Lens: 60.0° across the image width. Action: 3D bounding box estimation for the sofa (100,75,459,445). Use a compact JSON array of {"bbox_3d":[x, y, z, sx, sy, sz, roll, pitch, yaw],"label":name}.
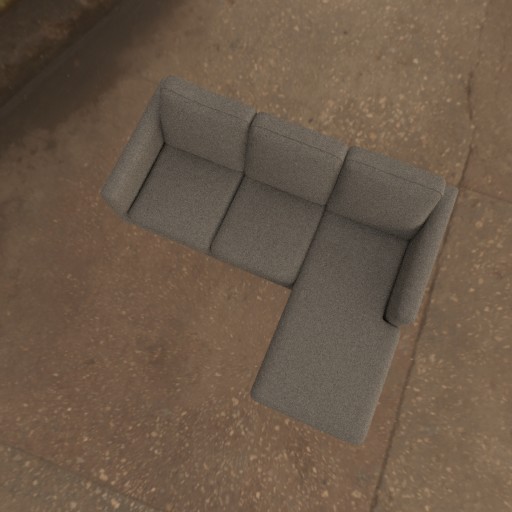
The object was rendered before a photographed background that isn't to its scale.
[{"bbox_3d":[0.000,0.000,2.869,2.055,0.957,1.667,22,77,5],"label":"sofa"}]
